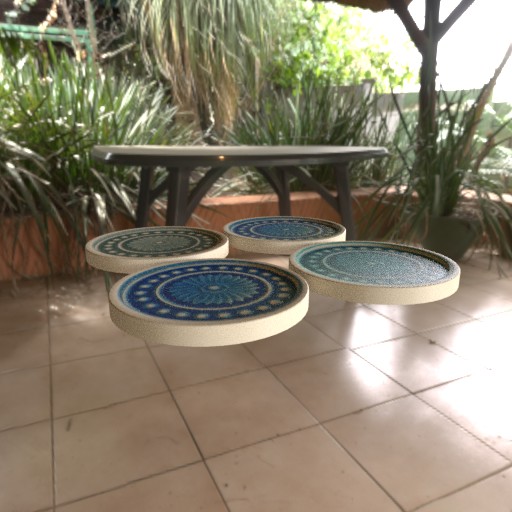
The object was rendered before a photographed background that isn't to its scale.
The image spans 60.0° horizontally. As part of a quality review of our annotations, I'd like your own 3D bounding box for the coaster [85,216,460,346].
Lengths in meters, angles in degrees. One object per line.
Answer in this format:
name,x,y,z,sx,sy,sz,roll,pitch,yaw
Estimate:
coaster,0.000,0.000,0.320,0.220,0.010,0.224,-7,17,-25
